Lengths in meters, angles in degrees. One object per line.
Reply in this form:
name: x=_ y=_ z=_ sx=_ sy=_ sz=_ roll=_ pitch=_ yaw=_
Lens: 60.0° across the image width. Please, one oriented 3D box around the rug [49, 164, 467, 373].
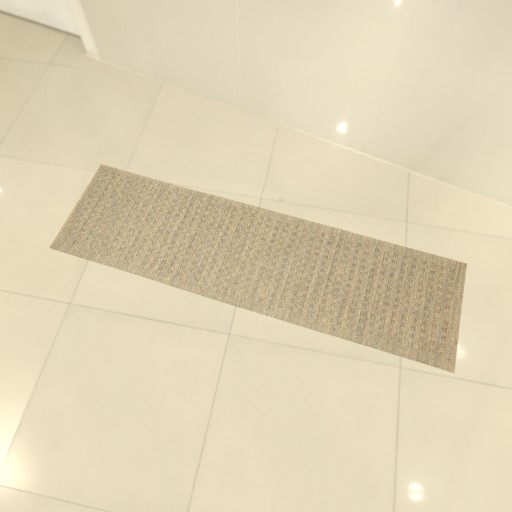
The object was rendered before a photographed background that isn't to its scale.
rug: x=0.000 y=0.000 z=2.681 sx=2.437 sy=0.005 sz=0.688 roll=16 pitch=63 yaw=8
